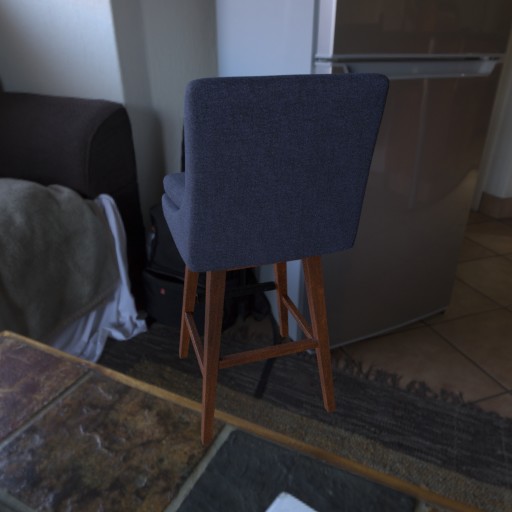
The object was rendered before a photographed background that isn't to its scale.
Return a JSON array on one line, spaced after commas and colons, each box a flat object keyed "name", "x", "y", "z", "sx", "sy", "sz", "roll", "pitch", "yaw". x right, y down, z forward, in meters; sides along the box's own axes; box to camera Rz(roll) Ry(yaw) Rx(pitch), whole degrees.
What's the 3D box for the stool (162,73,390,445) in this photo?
[{"name": "stool", "x": 0.000, "y": 0.000, "z": 1.351, "sx": 0.489, "sy": 1.068, "sz": 0.572, "roll": -8, "pitch": 28, "yaw": -16}]
